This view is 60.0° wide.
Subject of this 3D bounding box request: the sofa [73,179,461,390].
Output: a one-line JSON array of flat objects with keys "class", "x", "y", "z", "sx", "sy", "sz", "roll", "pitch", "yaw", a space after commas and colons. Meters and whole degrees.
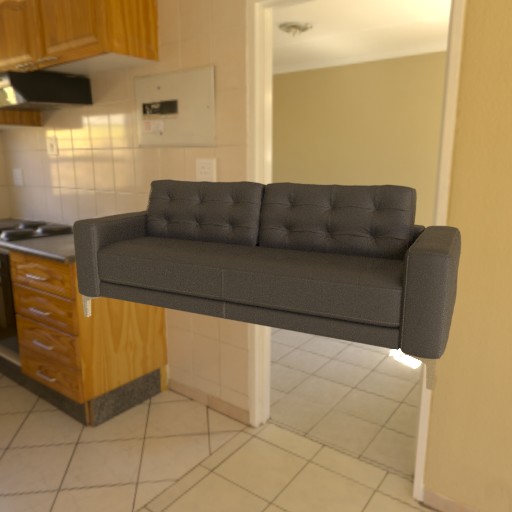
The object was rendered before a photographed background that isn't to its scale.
[{"class": "sofa", "x": 0.000, "y": 0.000, "z": 2.744, "sx": 2.275, "sy": 0.893, "sz": 0.833, "roll": 6, "pitch": 14, "yaw": 26}]
